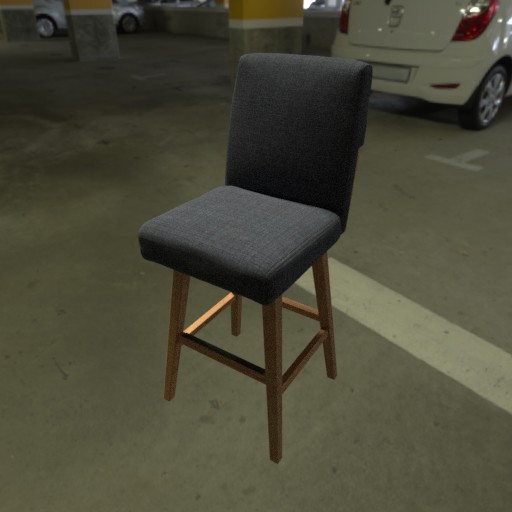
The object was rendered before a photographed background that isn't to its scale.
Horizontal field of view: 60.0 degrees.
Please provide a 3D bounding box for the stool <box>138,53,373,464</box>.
[{"bbox_3d":[0.000,0.000,1.390,0.483,1.112,0.570,18,35,28],"label":"stool"}]
